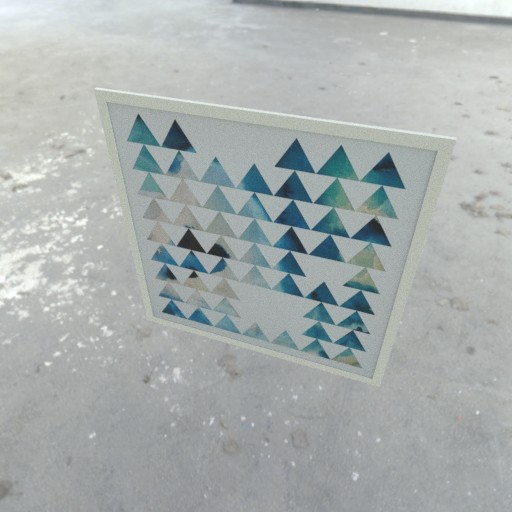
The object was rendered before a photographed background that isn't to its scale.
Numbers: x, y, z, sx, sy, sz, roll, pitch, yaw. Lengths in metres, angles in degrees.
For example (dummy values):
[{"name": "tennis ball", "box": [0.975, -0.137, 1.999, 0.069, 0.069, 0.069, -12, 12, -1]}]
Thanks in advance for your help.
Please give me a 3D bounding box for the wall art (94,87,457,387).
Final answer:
[{"name": "wall art", "box": [0.000, 0.000, 1.206, 0.809, 0.809, 0.012, 13, 42, 15]}]
